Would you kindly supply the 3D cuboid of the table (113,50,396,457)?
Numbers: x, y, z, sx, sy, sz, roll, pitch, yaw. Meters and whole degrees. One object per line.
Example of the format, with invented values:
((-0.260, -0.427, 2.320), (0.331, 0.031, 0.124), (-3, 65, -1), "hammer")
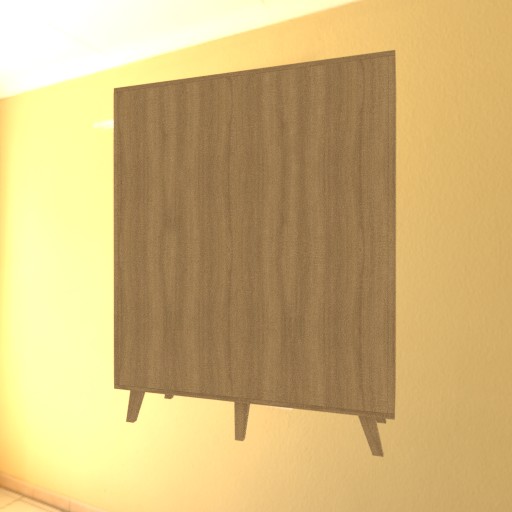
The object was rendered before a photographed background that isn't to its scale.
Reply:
((0.000, 0.000, 1.850), (1.111, 1.388, 0.398), (0, 0, 18), "table")
